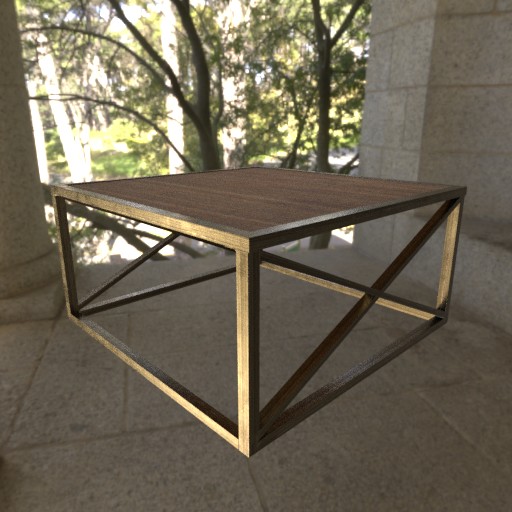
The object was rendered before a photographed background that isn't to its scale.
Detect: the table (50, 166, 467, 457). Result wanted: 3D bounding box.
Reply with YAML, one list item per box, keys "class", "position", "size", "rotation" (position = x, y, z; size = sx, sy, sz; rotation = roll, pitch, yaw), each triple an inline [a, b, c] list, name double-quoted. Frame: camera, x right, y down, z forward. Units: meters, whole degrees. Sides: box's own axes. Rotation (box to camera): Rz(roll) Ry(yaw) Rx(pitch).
- class: "table"
  position: [0.000, 0.000, 1.423]
  size: [0.899, 0.451, 0.909]
  rotation: [-15, 23, -41]
